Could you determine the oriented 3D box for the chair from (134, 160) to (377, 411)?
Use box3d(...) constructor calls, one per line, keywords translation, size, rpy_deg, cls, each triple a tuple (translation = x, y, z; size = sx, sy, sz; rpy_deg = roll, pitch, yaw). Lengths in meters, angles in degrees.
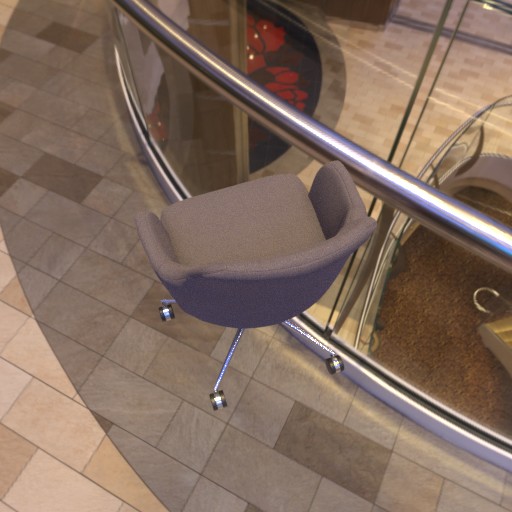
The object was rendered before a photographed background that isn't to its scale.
box3d(translation=(0.000, 0.000, 1.265), size=(0.655, 0.820, 0.600), rpy_deg=(-16, 60, -10), cls="chair")
